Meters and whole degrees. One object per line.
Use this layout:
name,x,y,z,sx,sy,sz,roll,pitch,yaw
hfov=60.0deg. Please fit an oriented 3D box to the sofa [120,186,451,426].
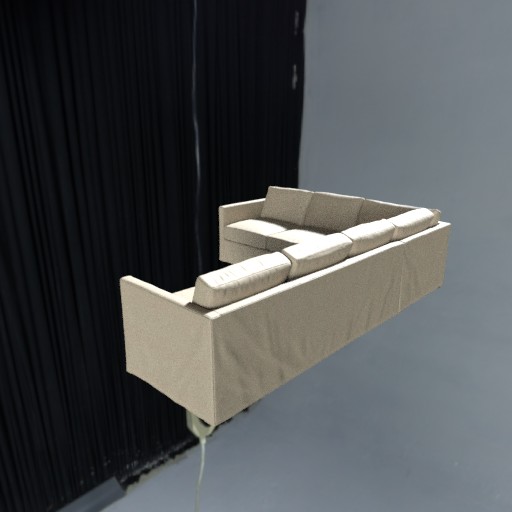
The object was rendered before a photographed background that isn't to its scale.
sofa,0.000,0.000,4.243,2.432,0.871,3.182,16,23,42
